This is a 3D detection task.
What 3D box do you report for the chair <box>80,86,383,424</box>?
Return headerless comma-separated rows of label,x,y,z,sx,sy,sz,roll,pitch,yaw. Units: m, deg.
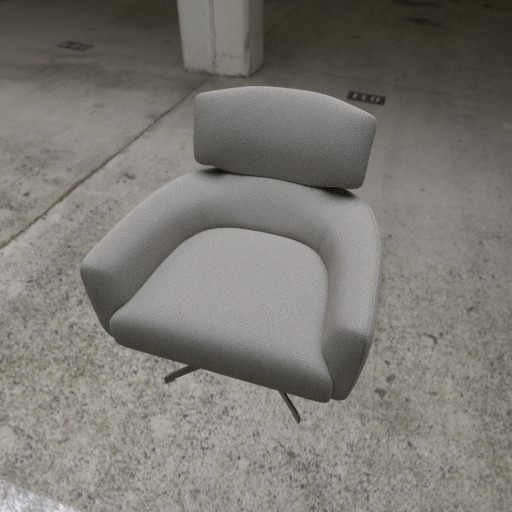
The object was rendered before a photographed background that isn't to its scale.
chair,0.000,0.000,1.378,0.760,0.810,0.730,12,42,14
